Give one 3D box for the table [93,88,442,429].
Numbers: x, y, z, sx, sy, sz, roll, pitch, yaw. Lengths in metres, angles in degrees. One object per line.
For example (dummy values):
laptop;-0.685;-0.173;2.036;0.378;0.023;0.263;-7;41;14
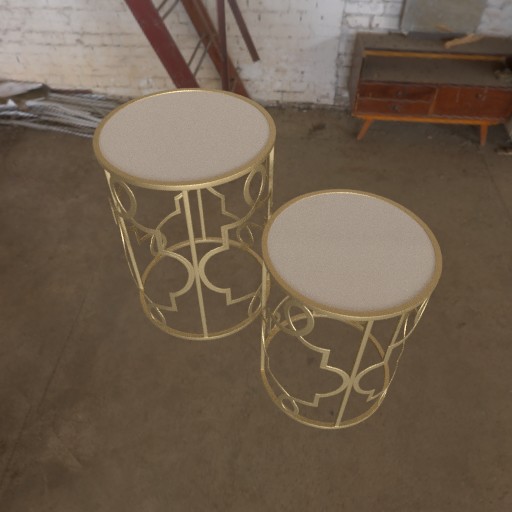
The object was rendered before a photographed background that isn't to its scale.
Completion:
table;0.000;0.000;1.142;0.846;0.564;0.420;31;54;26
